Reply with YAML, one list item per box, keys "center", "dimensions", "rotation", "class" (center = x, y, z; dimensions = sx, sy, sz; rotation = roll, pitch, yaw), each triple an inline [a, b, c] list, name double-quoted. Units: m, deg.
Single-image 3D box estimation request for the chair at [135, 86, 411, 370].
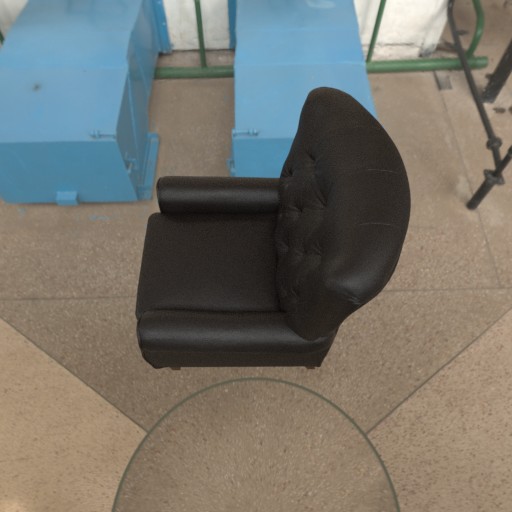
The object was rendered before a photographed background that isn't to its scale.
- center: [0.000, 0.000, 1.964]
  dimensions: [1.058, 1.158, 0.948]
  rotation: [0, 59, 0]
  class: "chair"
